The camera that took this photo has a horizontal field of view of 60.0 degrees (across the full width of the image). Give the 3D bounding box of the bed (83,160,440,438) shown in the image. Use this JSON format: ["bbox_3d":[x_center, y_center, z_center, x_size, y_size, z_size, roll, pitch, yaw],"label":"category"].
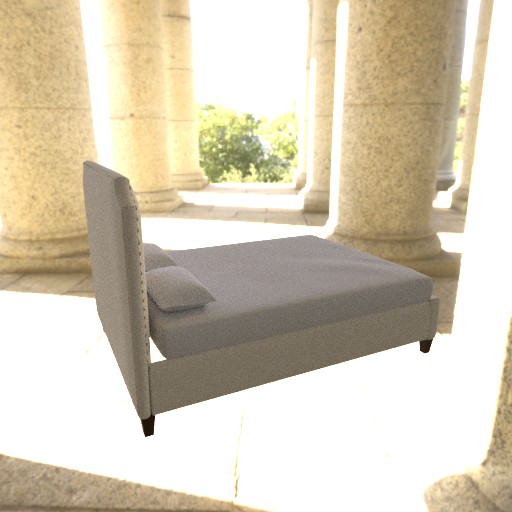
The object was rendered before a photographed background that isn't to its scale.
[{"bbox_3d":[0.000,0.000,3.556,2.372,1.497,1.712,-8,18,-26],"label":"bed"}]
